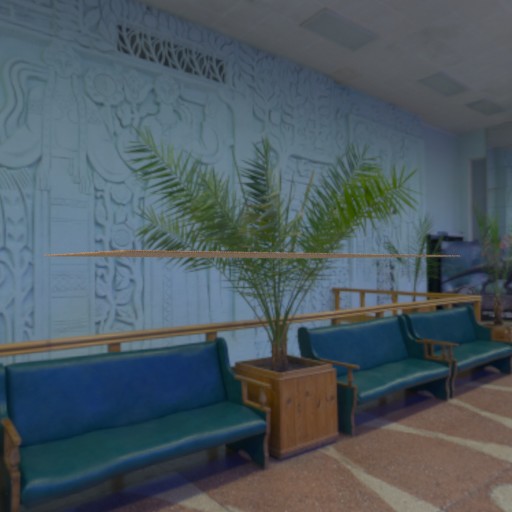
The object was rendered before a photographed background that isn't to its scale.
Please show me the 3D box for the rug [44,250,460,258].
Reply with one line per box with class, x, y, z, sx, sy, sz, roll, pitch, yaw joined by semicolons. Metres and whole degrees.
rug;0.000;0.000;2.919;2.285;0.006;1.524;1;-1;-36
